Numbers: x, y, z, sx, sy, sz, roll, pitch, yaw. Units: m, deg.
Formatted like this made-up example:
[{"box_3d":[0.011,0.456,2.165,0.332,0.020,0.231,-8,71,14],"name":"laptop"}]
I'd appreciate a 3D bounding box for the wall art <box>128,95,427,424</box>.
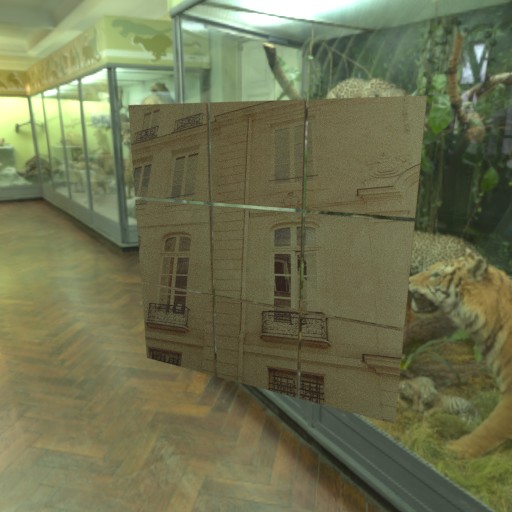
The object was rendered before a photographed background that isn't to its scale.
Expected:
[{"box_3d":[0.000,0.000,1.844,1.221,1.218,0.024,7,17,25],"name":"wall art"}]
